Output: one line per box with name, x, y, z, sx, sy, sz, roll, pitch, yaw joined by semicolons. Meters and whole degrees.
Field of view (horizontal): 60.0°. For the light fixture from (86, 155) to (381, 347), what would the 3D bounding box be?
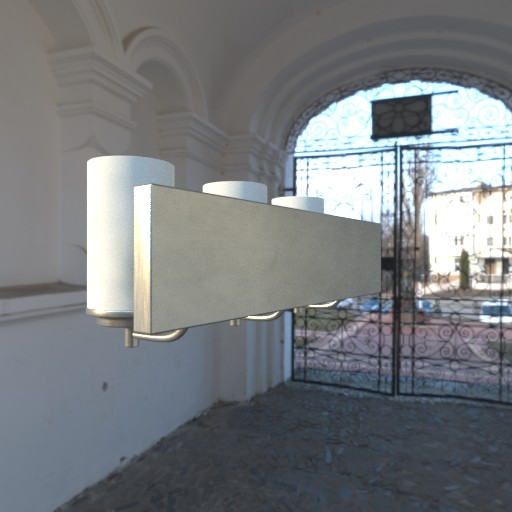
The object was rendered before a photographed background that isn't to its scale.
light fixture;0.000;0.000;0.531;0.145;0.172;0.451;0;0;36
